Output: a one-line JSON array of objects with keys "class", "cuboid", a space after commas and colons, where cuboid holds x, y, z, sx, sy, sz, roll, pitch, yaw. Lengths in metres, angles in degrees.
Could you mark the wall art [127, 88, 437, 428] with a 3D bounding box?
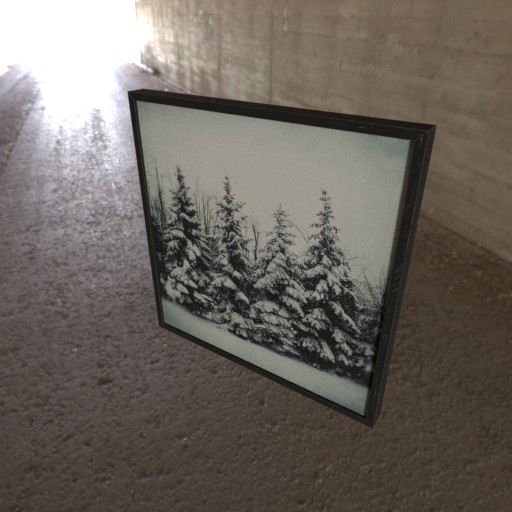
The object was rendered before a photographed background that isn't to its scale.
[{"class": "wall art", "cuboid": [0.000, 0.000, 0.773, 0.506, 0.506, 0.036, 18, 34, 29]}]
